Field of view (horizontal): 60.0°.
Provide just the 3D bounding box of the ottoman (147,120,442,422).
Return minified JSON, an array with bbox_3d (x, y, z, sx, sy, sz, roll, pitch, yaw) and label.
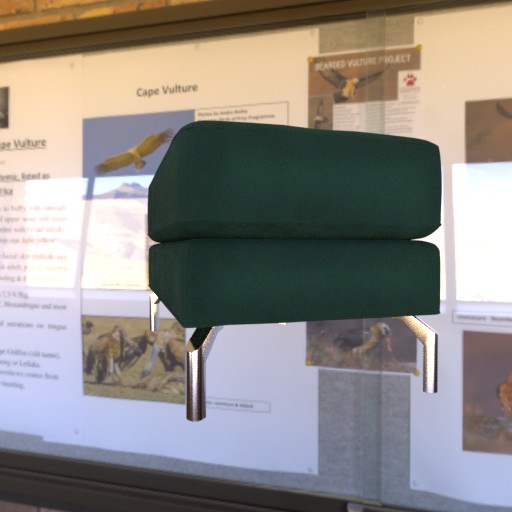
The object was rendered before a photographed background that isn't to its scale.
[{"bbox_3d":[0.000,0.000,1.218,0.536,0.533,0.886,0,1,-17],"label":"ottoman"}]
